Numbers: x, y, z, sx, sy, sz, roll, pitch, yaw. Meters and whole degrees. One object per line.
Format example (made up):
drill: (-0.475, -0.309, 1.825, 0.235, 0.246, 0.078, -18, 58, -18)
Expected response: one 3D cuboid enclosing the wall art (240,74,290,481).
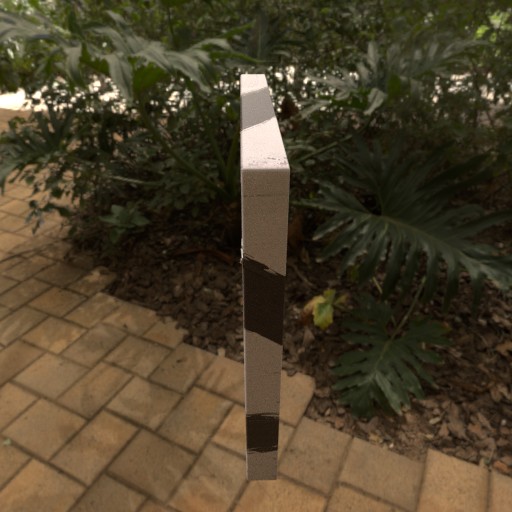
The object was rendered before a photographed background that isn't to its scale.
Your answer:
wall art: (0.000, 0.000, 0.767, 0.050, 0.508, 0.507, -1, 32, -1)
